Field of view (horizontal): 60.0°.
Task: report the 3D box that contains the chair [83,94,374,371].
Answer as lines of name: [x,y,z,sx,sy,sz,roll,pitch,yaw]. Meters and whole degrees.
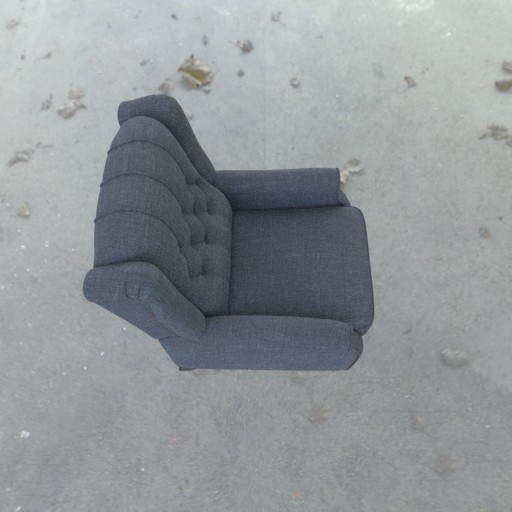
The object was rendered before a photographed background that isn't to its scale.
chair: [0.000,0.000,1.672,0.898,1.035,0.742,1,64,0]
